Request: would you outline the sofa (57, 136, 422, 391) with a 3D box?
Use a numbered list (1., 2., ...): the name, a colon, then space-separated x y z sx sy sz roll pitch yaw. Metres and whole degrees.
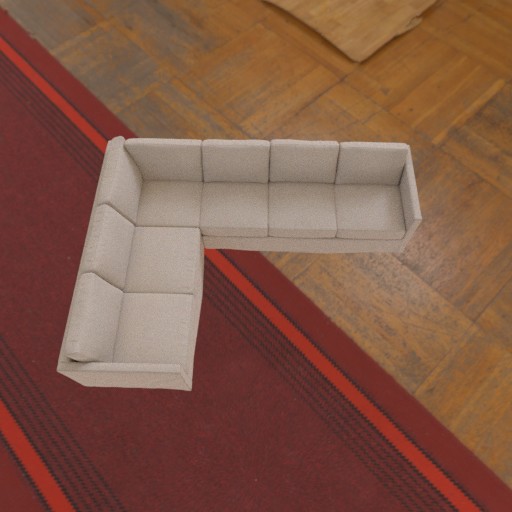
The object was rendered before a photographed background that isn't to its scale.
1. sofa: 0.000 0.000 4.323 3.182 0.871 2.432 1 63 1
